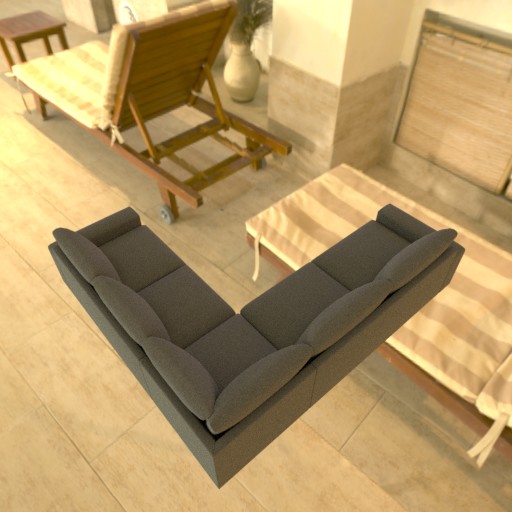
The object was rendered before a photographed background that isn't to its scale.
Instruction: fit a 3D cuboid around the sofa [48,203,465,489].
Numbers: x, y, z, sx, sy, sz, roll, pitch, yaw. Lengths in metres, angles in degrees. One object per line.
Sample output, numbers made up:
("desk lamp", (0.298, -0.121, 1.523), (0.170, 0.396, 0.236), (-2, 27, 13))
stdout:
("sofa", (0.000, 0.000, 4.703), (3.277, 0.965, 2.895), (-32, 54, -27))
